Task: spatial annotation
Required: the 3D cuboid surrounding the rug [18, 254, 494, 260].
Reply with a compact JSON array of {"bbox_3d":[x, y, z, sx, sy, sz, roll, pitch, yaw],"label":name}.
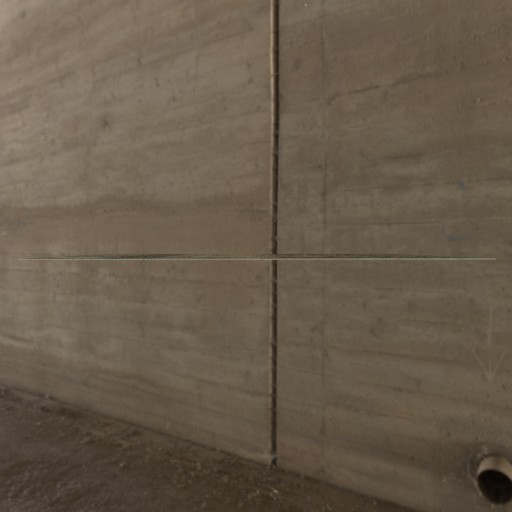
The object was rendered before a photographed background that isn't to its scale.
[{"bbox_3d":[0.000,0.000,2.927,2.363,0.004,1.566,0,1,-1],"label":"rug"}]
